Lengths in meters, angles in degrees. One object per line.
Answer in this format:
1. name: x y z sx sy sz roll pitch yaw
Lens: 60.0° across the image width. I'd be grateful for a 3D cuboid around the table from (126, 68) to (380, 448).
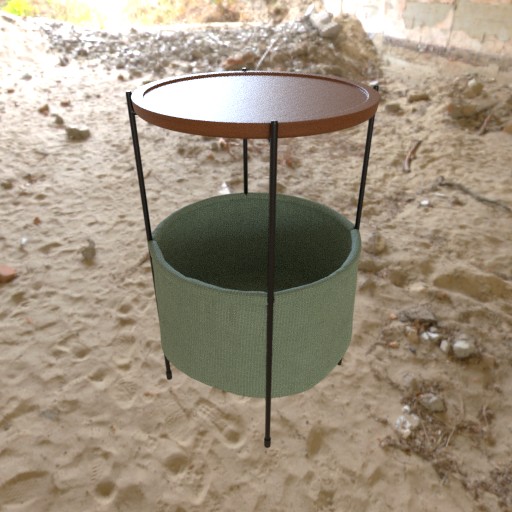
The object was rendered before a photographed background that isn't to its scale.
1. table: 0.000 0.000 0.865 0.400 0.623 0.400 23 38 32
